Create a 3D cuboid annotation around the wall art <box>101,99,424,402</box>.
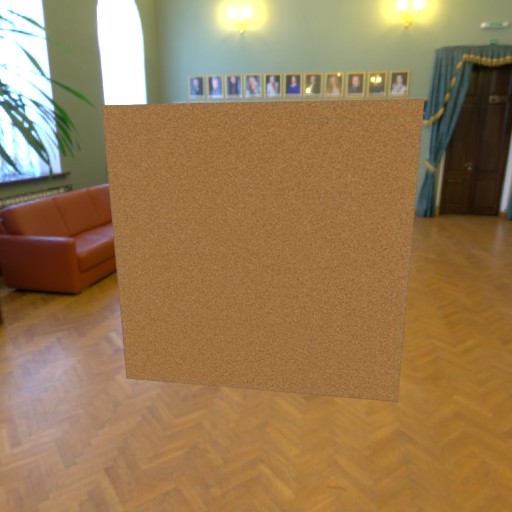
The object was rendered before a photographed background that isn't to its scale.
[{"bbox_3d":[0.000,0.000,0.920,0.611,0.608,0.042,2,16,9],"label":"wall art"}]
